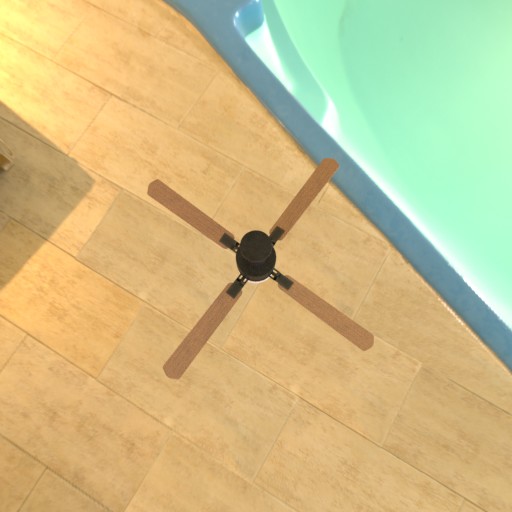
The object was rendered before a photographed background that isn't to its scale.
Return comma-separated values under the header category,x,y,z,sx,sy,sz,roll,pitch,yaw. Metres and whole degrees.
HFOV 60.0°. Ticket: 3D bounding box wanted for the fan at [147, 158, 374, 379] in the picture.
category,x,y,z,sx,sy,sz,roll,pitch,yaw
fan,0.000,0.000,2.003,1.320,0.355,1.320,36,79,8
